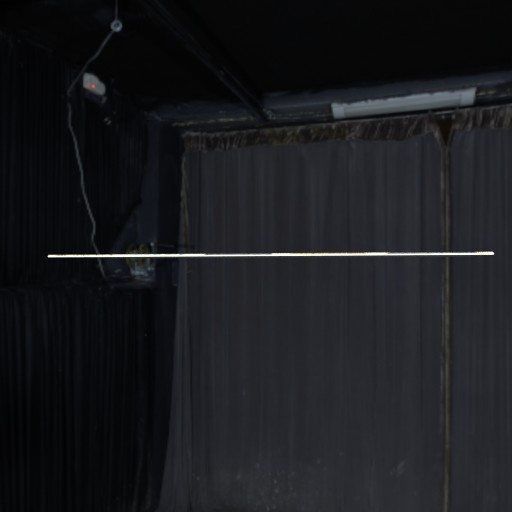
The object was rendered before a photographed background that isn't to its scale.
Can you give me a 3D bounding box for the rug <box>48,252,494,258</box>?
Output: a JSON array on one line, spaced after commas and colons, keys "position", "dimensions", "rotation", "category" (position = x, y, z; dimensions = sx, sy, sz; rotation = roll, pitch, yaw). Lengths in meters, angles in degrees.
[{"position": [0.000, 0.000, 2.505], "dimensions": [2.287, 0.011, 0.687], "rotation": [0, -1, 18], "category": "rug"}]
